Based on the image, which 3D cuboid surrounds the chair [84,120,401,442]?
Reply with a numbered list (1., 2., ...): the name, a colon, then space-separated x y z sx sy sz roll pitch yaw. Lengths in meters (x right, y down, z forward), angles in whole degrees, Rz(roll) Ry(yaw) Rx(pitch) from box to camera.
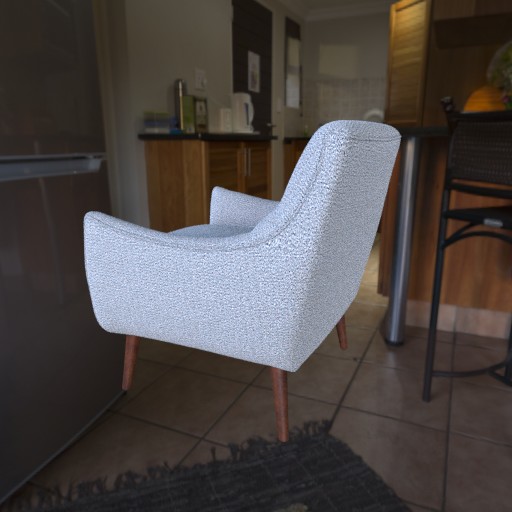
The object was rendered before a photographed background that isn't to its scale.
1. chair: 0.000 0.000 1.451 0.787 0.838 0.762 8 17 26
